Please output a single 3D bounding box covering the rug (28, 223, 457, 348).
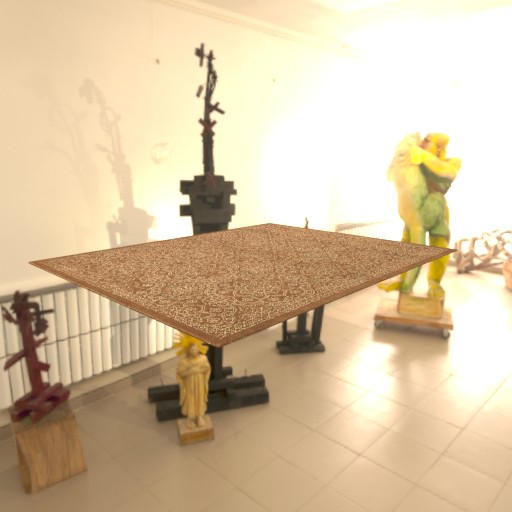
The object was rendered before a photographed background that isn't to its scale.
[{"bbox_3d":[0.000,0.000,4.006,2.441,0.015,3.050,12,18,43],"label":"rug"}]
